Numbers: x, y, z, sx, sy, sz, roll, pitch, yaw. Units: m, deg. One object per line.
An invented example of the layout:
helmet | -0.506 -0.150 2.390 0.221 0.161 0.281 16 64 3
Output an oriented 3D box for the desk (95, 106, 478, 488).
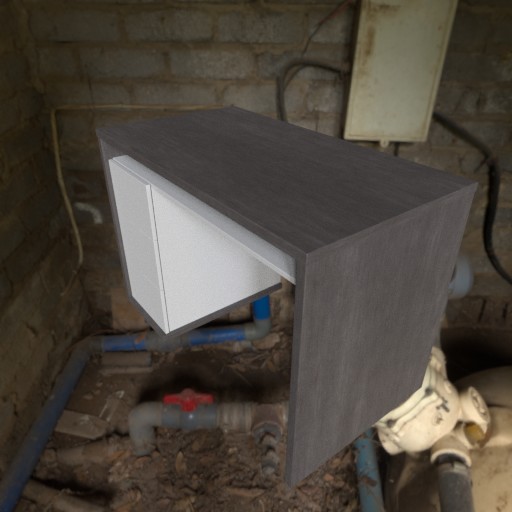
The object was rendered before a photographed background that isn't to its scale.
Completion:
desk | 0.000 0.000 1.550 0.600 0.750 1.100 -21 37 -31
